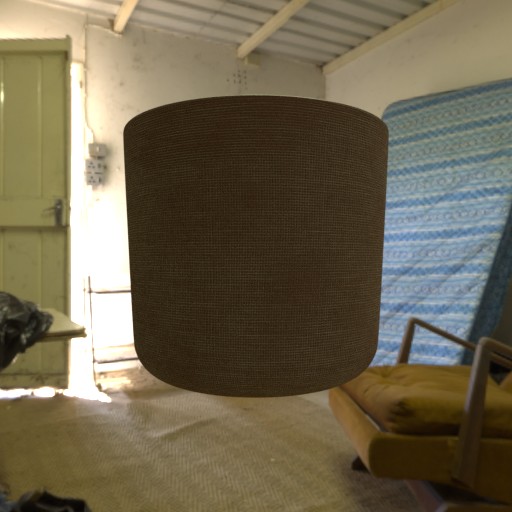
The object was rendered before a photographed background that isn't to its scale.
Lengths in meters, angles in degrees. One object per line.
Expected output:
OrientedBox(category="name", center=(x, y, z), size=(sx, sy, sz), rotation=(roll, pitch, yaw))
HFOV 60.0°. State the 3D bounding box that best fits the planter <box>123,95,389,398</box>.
OrientedBox(category="planter", center=(0.000, 0.000, 0.766), size=(0.440, 0.398, 0.440), rotation=(0, 0, 0))
